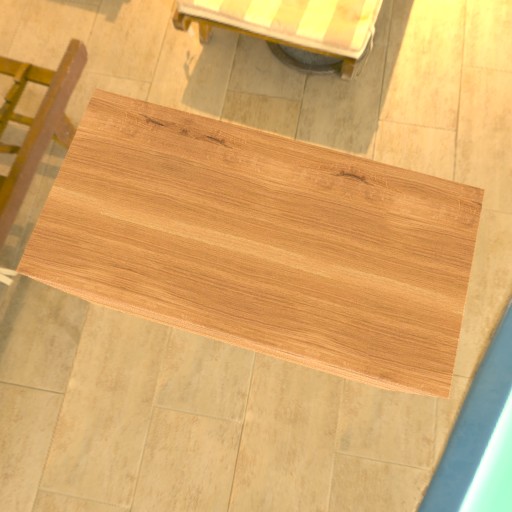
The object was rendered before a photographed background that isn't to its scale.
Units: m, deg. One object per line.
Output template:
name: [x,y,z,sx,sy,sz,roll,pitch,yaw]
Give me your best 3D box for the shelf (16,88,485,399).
shelf: [0.000,0.000,1.023,0.800,0.400,0.400,16,76,4]
